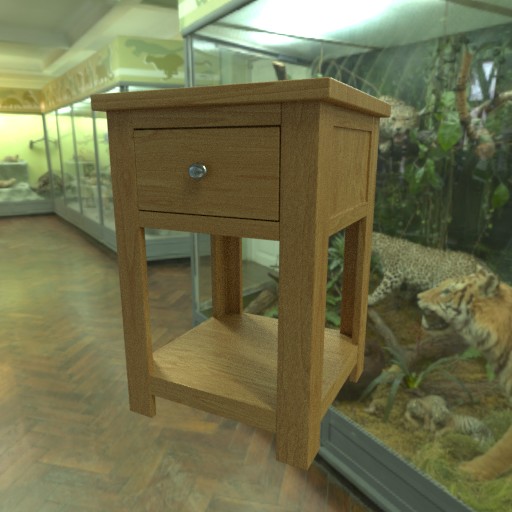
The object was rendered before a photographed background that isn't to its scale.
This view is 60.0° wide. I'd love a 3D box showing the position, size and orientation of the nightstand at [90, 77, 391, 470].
[{"bbox_3d":[0.000,0.000,0.919,0.428,0.614,0.418,7,15,26],"label":"nightstand"}]
